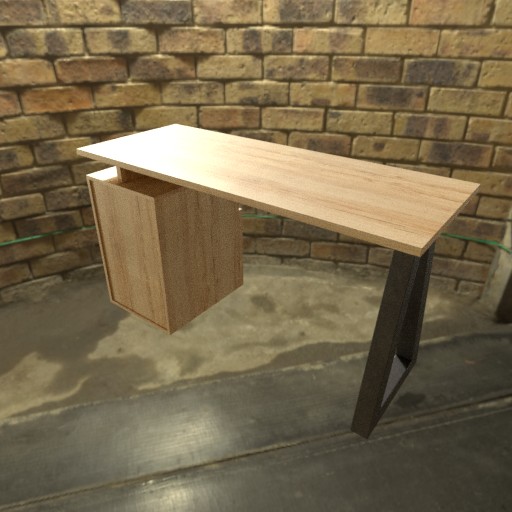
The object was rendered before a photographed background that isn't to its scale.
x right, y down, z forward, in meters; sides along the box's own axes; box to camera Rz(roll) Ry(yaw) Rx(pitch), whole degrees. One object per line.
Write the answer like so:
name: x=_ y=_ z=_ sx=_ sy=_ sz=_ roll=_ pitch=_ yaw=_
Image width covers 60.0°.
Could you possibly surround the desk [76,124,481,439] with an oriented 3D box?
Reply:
desk: x=0.000 y=0.000 z=1.791 sx=1.400 sy=0.760 sz=0.550 roll=20 pitch=35 yaw=32
